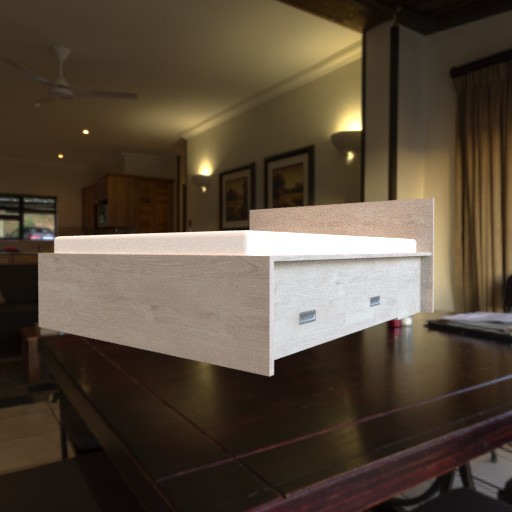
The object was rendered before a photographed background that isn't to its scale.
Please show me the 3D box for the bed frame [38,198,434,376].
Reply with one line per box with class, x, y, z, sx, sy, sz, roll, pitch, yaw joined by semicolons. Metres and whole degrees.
bed frame;0.000;0.000;2.807;1.622;0.800;1.960;1;1;37
